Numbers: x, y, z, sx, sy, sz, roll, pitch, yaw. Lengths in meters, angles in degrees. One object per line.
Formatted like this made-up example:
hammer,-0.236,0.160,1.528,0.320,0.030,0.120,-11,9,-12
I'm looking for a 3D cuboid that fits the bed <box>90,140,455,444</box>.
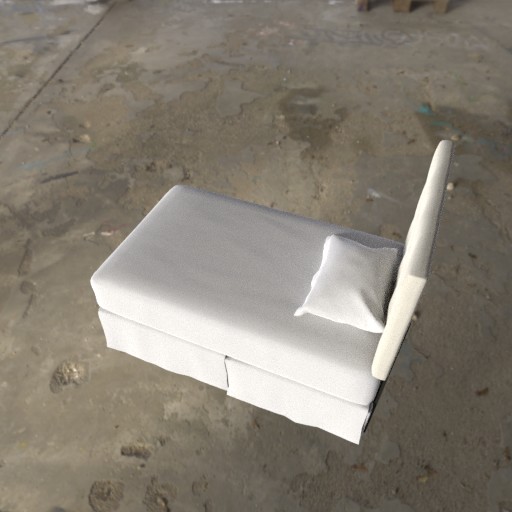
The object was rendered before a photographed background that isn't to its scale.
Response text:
bed,0.000,0.000,2.952,1.997,1.571,1.261,17,48,16
